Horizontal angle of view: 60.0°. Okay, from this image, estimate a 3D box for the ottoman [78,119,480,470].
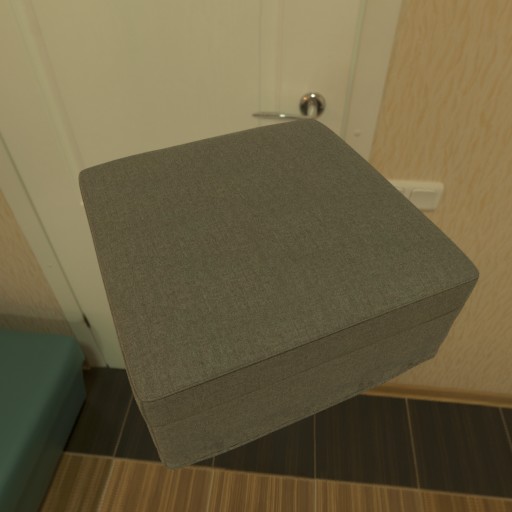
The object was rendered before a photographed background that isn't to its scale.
[{"bbox_3d":[0.000,0.000,1.304,0.843,0.436,0.840,-17,48,-16],"label":"ottoman"}]
